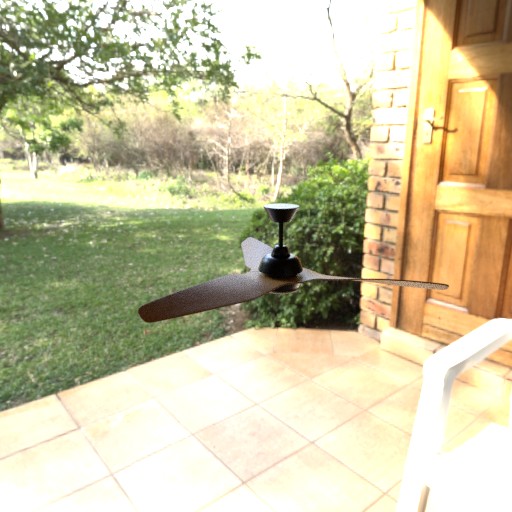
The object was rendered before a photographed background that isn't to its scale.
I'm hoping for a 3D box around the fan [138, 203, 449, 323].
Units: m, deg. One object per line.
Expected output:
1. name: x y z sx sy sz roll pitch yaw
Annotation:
1. fan: 0.000 0.000 1.713 1.142 0.355 1.010 14 20 43
